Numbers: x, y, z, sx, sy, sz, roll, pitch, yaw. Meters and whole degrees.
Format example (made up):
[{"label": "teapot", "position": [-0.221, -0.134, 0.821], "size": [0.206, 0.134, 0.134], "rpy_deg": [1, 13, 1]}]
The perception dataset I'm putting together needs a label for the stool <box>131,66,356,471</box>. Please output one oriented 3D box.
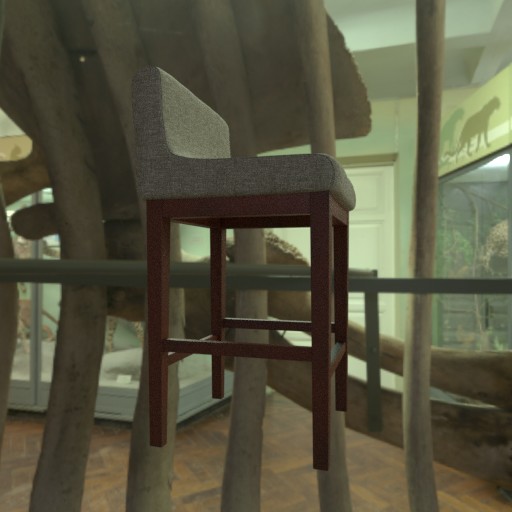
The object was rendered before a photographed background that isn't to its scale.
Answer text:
[{"label": "stool", "position": [0.000, 0.000, 1.096], "size": [0.459, 0.835, 0.417], "rpy_deg": [0, 0, 17]}]
